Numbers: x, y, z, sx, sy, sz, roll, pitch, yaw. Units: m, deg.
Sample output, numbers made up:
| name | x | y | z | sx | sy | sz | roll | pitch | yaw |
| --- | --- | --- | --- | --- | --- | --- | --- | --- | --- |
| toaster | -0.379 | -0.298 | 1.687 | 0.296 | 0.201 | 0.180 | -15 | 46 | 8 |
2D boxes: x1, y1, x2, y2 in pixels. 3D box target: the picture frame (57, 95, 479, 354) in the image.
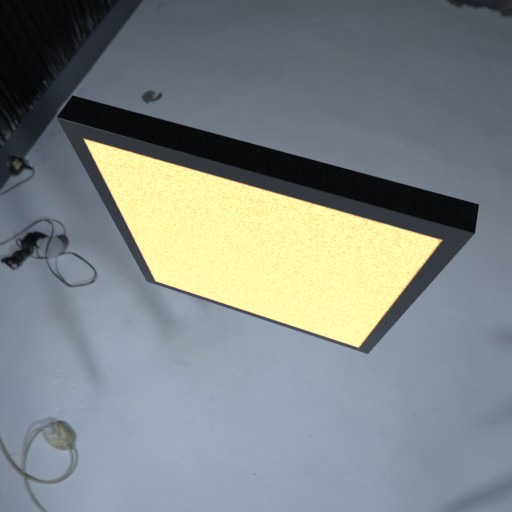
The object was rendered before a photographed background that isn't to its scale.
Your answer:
| name | x | y | z | sx | sy | sz | roll | pitch | yaw |
| --- | --- | --- | --- | --- | --- | --- | --- | --- | --- |
| picture frame | 0.000 | 0.000 | 0.520 | 0.355 | 0.353 | 0.029 | 17 | 64 | 8 |
